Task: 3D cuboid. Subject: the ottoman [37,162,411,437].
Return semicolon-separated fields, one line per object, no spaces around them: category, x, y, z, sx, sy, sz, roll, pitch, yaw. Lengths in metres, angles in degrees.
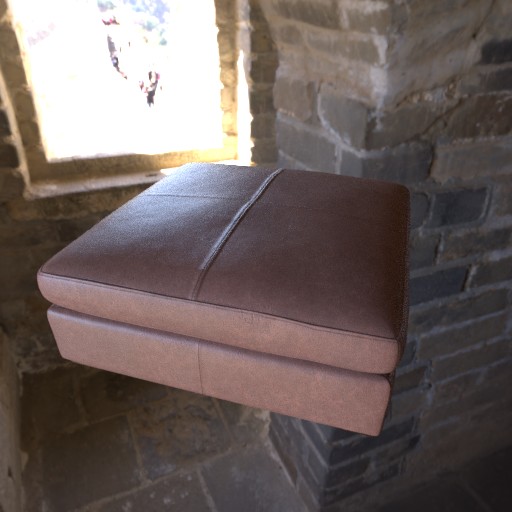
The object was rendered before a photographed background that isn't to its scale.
ottoman;0.000;0.000;1.802;1.168;0.490;1.168;9;31;15
